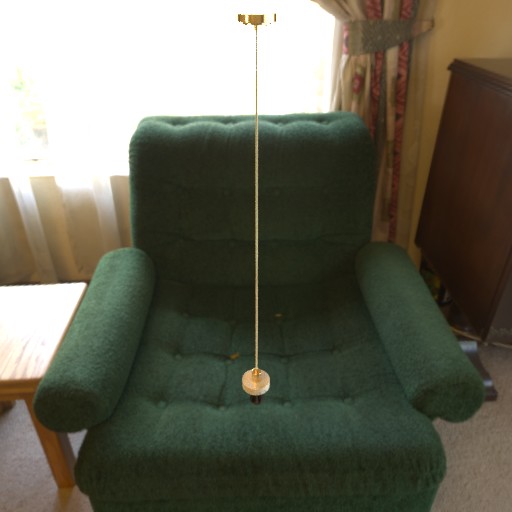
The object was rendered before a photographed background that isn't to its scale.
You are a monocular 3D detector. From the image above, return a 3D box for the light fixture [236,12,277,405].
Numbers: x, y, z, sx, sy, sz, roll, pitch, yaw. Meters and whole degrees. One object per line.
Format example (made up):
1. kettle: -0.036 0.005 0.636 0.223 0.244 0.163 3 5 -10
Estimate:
1. light fixture: 0.000 0.000 1.735 0.129 1.669 0.129 -10 33 -17
